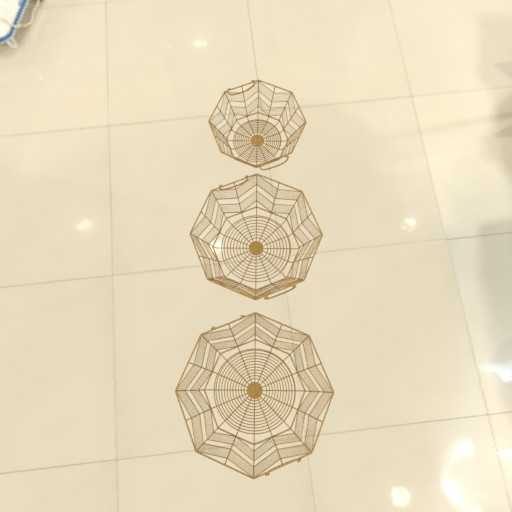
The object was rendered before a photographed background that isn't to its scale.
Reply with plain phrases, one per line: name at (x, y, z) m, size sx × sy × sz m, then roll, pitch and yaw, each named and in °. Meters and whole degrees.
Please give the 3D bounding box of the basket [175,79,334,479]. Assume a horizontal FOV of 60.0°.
basket at (0.000, 0.000, 1.396) m, size 0.432 × 0.178 × 1.245 m, roll 1°, pitch 74°, yaw 0°
